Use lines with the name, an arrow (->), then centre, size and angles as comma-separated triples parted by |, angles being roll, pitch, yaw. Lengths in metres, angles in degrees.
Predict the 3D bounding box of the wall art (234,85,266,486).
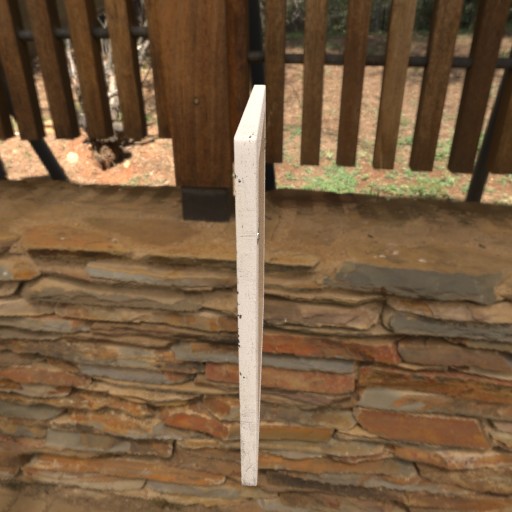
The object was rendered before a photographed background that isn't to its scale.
wall art -> 0.000, 0.000, 1.149 | 0.038, 0.762, 0.762 | 1, 26, 2
